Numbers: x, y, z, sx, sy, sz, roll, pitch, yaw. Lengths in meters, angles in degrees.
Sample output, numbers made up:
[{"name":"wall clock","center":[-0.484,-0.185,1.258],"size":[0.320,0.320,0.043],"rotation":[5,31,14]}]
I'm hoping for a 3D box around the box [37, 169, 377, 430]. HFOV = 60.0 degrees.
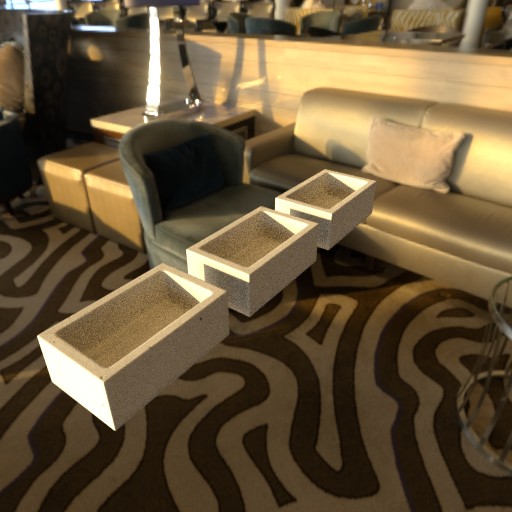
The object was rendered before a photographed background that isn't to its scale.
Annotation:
[{"name":"box","center":[0.000,0.000,0.493],"size":[0.082,0.051,0.461],"rotation":[21,37,30]}]
